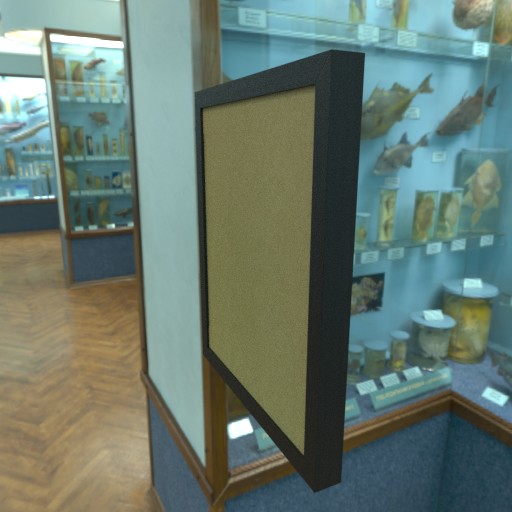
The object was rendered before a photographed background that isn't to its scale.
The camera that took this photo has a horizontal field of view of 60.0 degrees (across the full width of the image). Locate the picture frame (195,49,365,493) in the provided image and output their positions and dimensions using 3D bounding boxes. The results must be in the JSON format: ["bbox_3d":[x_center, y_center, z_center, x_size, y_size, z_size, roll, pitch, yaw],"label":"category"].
[{"bbox_3d":[0.000,0.000,0.739,0.044,0.555,0.452,-7,16,-25],"label":"picture frame"}]
